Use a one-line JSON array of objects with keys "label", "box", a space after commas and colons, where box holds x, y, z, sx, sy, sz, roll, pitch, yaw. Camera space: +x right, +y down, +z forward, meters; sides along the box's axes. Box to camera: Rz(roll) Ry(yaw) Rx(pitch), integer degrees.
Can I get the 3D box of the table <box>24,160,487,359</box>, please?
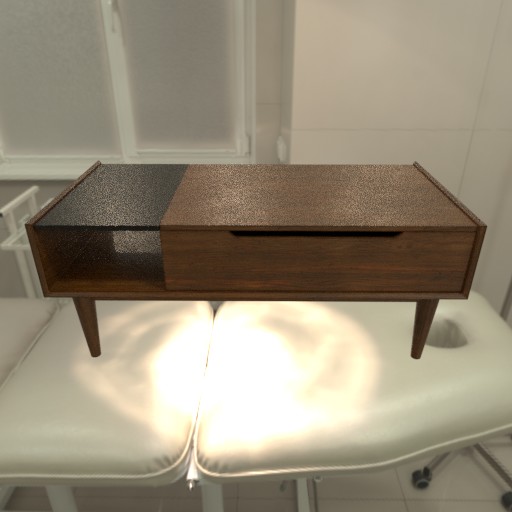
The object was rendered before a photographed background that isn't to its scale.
[{"label": "table", "box": [0.000, 0.000, 1.557, 1.221, 0.508, 0.610, 0, 28, 0]}]
